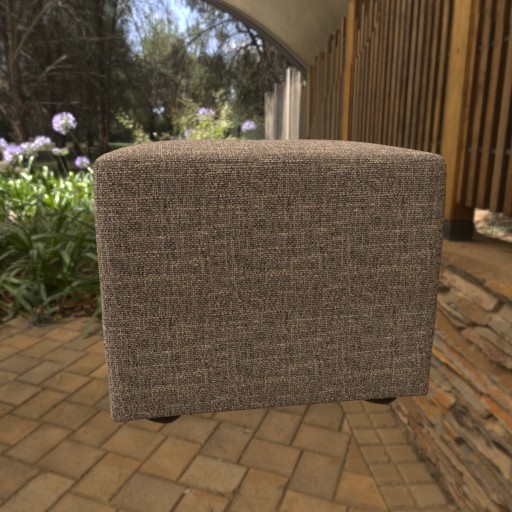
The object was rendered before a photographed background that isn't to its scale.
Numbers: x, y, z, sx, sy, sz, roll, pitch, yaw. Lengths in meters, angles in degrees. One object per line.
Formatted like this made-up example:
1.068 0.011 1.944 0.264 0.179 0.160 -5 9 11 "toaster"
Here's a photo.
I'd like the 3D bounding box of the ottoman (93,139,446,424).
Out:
0.000 0.000 0.894 0.521 0.453 0.512 -2 13 -8 "ottoman"
